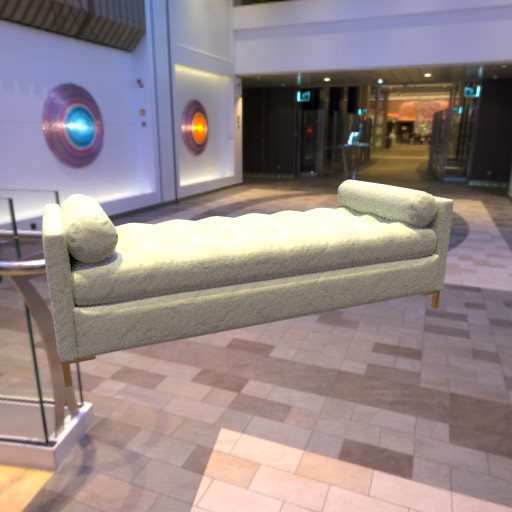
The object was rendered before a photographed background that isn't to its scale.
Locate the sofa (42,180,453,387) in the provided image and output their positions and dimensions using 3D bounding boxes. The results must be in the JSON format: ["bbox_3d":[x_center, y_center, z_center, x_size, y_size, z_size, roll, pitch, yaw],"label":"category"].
[{"bbox_3d":[0.000,0.000,2.467,2.102,0.705,0.796,-7,17,-23],"label":"sofa"}]
